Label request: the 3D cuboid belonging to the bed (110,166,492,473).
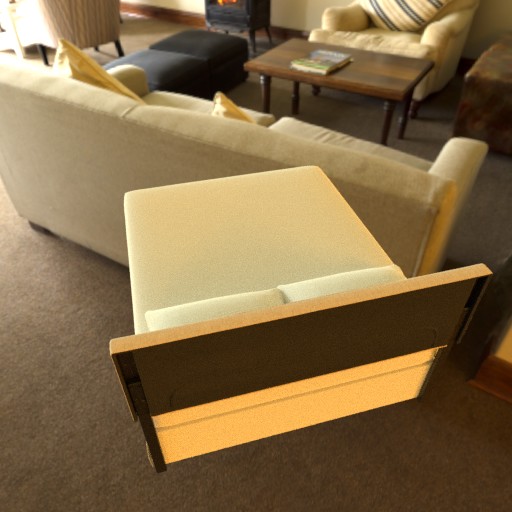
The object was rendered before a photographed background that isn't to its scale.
[{"bbox_3d":[0.000,0.000,2.728,1.616,1.016,1.876,-10,42,-12],"label":"bed"}]
